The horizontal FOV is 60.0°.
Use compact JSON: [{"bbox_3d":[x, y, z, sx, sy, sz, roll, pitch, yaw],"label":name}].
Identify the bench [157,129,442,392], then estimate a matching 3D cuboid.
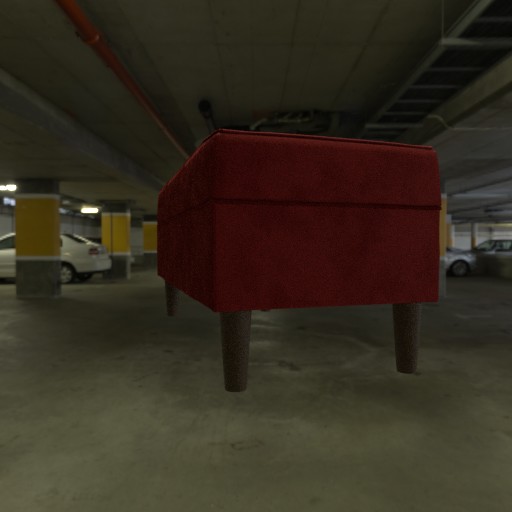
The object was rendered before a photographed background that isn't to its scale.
[{"bbox_3d":[0.000,0.000,1.310,0.492,0.471,1.016,0,1,-18],"label":"bench"}]
